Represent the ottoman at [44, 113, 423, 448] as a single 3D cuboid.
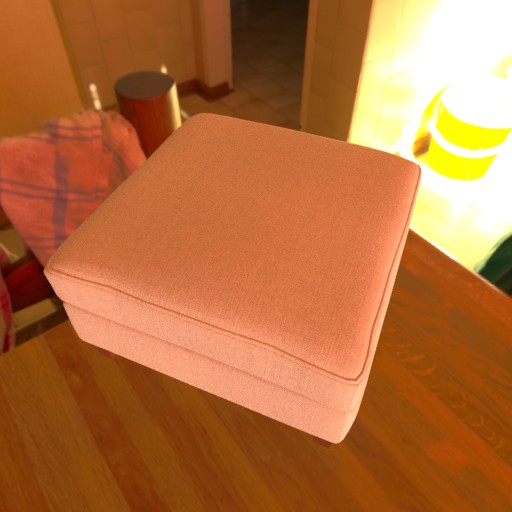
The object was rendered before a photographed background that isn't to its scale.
[{"bbox_3d":[0.000,0.000,1.384,0.838,0.503,0.838,17,50,15],"label":"ottoman"}]
